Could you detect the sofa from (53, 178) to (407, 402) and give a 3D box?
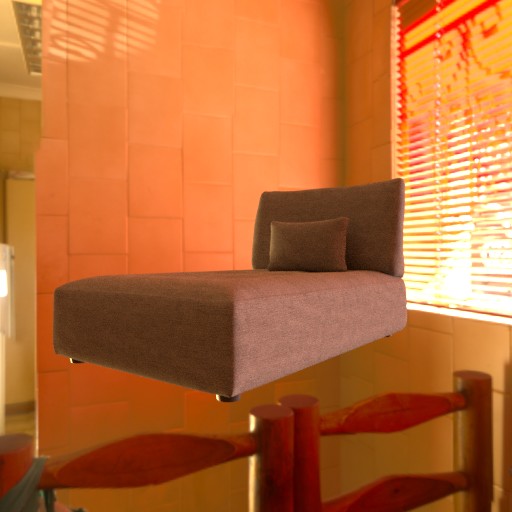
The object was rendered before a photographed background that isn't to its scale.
[{"bbox_3d":[0.000,0.000,2.003,0.930,0.820,1.450,0,0,37],"label":"sofa"}]
